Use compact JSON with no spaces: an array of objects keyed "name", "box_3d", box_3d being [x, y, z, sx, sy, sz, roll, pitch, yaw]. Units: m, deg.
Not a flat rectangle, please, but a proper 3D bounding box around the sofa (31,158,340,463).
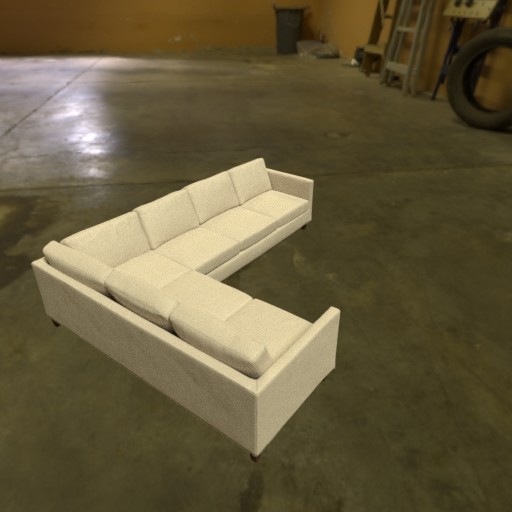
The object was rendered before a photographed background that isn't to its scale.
[{"name":"sofa","box_3d":[0.000,0.000,4.343,2.432,0.863,3.182,21,36,31]}]
